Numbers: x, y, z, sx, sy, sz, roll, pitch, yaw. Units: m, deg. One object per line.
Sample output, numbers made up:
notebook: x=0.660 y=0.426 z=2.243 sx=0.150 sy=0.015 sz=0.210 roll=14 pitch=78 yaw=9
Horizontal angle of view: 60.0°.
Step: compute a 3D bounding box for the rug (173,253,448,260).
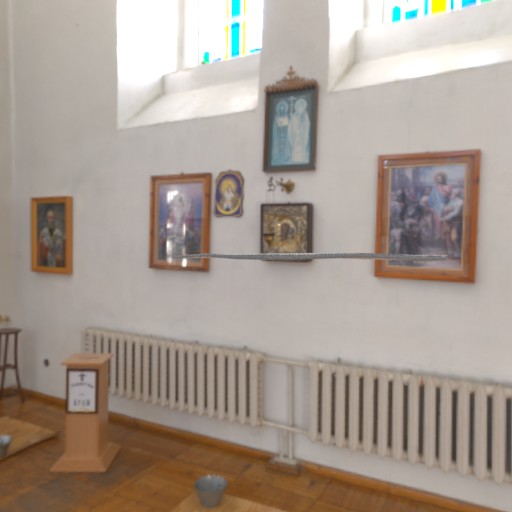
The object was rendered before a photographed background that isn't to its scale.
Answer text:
rug: x=0.000 y=0.000 z=2.535 sx=0.675 sy=0.037 sz=2.341 roll=0 pitch=0 yaw=-17
